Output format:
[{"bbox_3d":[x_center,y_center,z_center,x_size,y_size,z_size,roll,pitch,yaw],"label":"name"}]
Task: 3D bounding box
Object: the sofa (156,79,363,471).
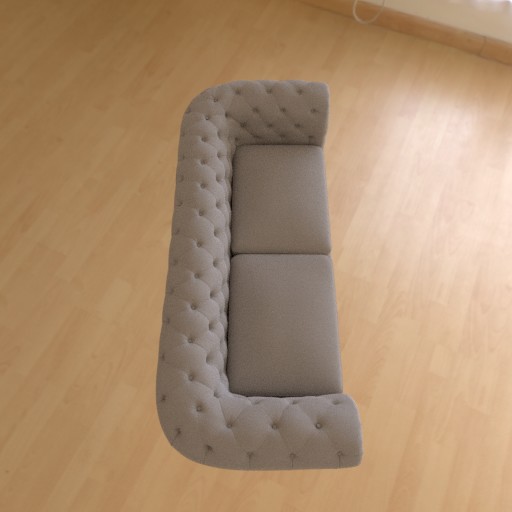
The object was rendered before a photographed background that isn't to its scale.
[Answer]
[{"bbox_3d":[0.000,0.000,2.764,0.991,0.749,2.411,0,64,0],"label":"sofa"}]
